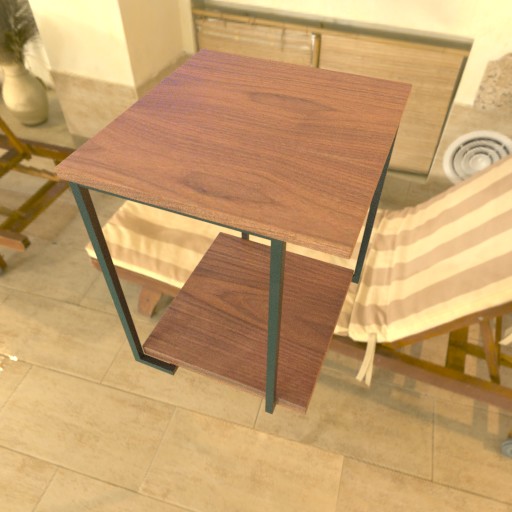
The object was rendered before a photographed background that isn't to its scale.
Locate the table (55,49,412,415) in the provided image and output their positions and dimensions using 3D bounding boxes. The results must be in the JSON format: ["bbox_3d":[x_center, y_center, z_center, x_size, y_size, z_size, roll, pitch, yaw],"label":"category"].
[{"bbox_3d":[0.000,0.000,0.846,0.384,0.567,0.411,16,48,15],"label":"table"}]
